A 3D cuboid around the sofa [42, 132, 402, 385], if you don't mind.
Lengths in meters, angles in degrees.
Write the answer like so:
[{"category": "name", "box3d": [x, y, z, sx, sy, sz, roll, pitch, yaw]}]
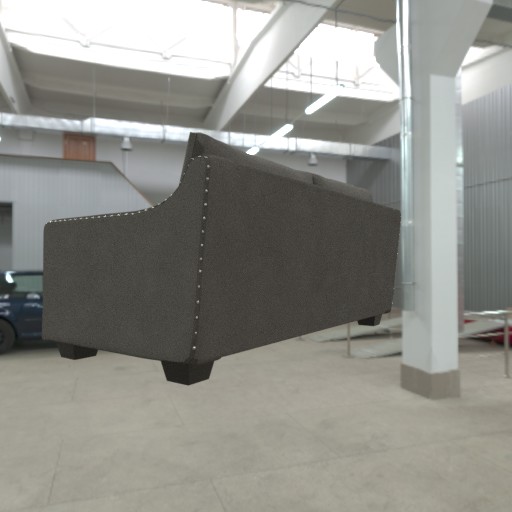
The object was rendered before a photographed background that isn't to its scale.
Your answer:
[{"category": "sofa", "box3d": [0.000, 0.000, 3.248, 1.336, 1.196, 2.550, -1, -1, 36]}]
